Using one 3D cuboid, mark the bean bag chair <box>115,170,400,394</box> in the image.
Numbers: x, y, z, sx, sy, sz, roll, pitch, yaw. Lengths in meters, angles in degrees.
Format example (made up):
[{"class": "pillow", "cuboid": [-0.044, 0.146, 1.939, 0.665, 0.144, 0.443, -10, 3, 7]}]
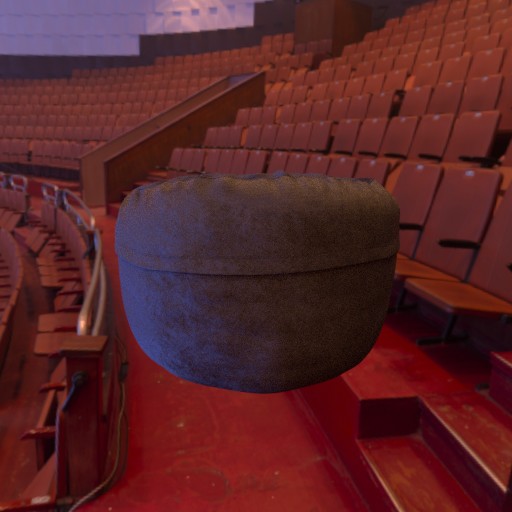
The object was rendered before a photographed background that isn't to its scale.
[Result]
[{"class": "bean bag chair", "cuboid": [0.000, 0.000, 2.055, 1.245, 0.821, 1.245, 0, 14, 0]}]
